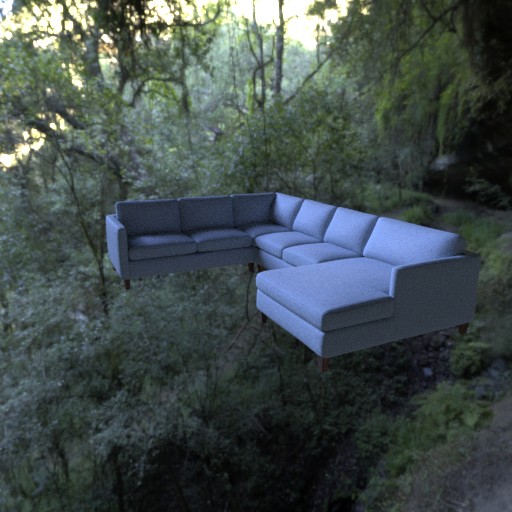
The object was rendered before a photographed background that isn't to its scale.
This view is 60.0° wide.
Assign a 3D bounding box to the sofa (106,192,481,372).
[{"bbox_3d":[0.000,0.000,4.620,2.551,0.889,3.403,-7,17,-25],"label":"sofa"}]
